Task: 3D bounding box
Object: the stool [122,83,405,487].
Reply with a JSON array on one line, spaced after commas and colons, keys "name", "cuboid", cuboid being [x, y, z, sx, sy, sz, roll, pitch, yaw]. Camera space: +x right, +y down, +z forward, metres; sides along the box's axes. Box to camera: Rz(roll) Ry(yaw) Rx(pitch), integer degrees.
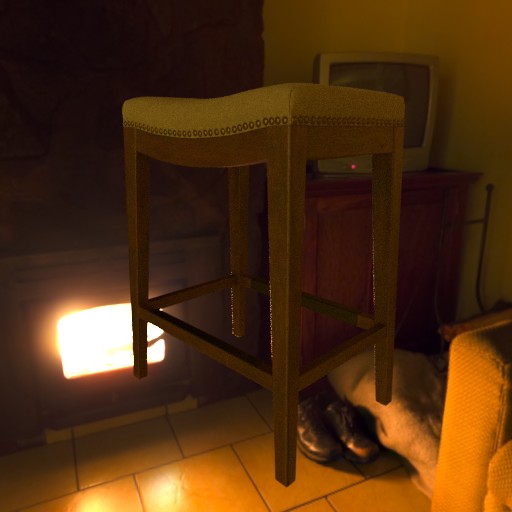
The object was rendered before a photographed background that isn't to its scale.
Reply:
[{"name": "stool", "cuboid": [0.000, 0.000, 0.961, 0.356, 0.660, 0.508, -15, 22, -43]}]
